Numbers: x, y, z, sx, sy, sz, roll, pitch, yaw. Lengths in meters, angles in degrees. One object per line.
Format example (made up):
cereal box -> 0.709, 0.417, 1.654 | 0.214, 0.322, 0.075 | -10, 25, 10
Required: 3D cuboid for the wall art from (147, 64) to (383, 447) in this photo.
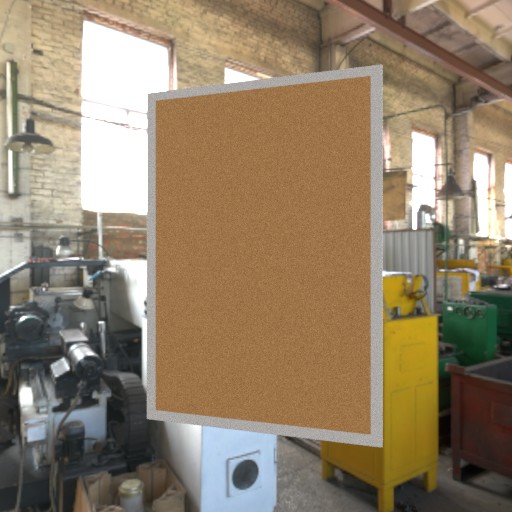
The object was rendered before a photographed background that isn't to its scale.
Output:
wall art -> 0.000, 0.000, 0.831 | 0.456, 0.656, 0.013 | 0, 0, 17
